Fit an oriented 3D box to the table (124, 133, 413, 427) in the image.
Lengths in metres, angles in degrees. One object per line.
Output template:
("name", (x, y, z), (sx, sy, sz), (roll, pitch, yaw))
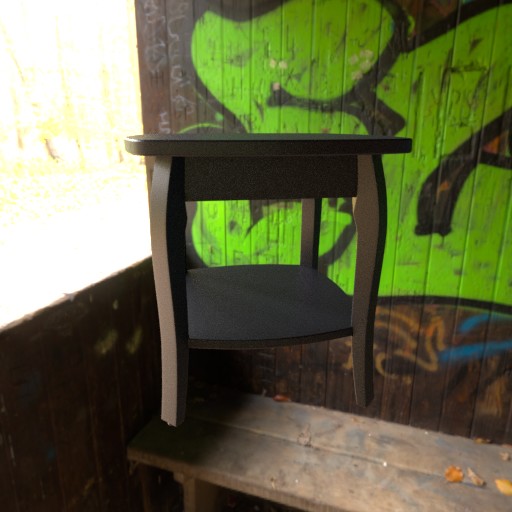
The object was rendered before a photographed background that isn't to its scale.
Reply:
("table", (0.000, 0.000, 0.871), (0.457, 0.457, 0.508), (-3, 17, -9))
